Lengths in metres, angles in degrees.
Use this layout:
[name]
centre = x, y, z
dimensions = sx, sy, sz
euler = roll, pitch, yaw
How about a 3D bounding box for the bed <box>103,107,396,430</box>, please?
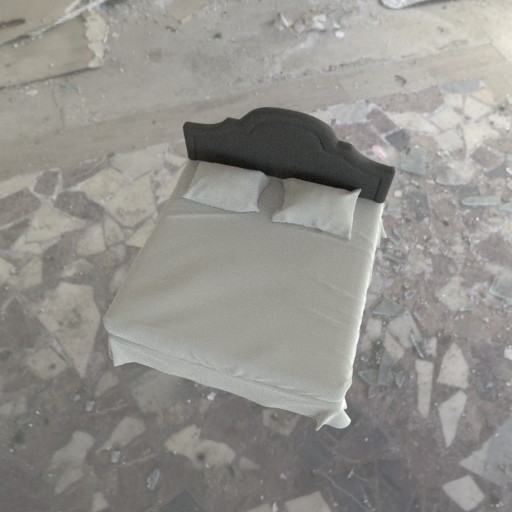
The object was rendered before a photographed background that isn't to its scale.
[bed]
centre = 0.000, 0.000, 3.860
dimensions = 2.303, 1.631, 2.222
euler = 15, 59, 9
